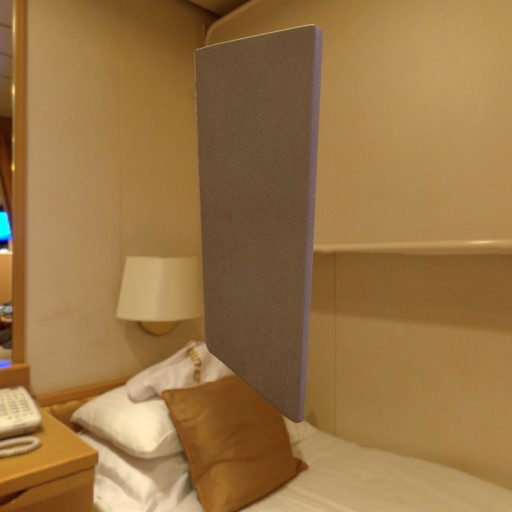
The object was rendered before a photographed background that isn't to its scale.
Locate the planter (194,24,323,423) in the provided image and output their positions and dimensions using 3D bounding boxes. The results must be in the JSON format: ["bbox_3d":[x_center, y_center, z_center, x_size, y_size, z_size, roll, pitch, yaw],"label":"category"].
[{"bbox_3d":[0.000,0.000,0.263,0.060,0.197,0.150,0,0,0],"label":"planter"}]
